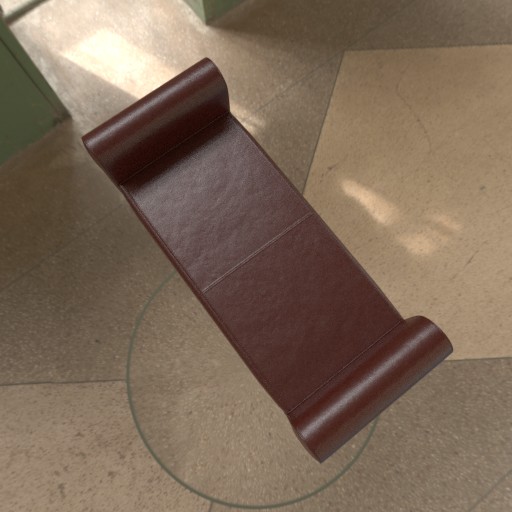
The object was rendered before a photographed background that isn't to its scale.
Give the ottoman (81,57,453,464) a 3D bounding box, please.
[{"bbox_3d":[0.000,0.000,1.598,0.521,0.547,1.256,-36,79,-8],"label":"ottoman"}]
